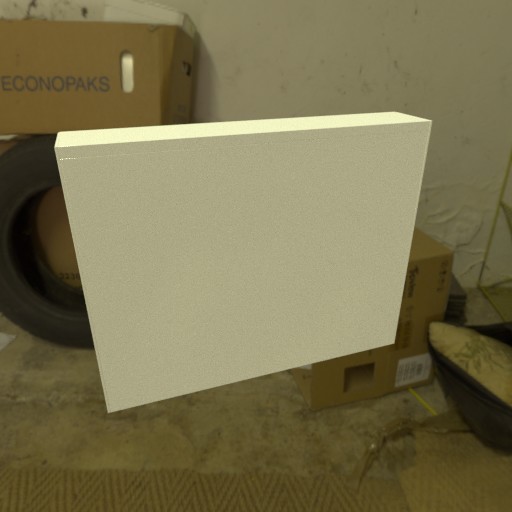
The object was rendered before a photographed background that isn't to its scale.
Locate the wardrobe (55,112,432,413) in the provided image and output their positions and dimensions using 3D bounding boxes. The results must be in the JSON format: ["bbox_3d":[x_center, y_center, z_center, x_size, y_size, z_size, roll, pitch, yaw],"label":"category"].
[{"bbox_3d":[0.000,0.000,4.116,3.000,2.360,0.580,-9,28,-17],"label":"wardrobe"}]
